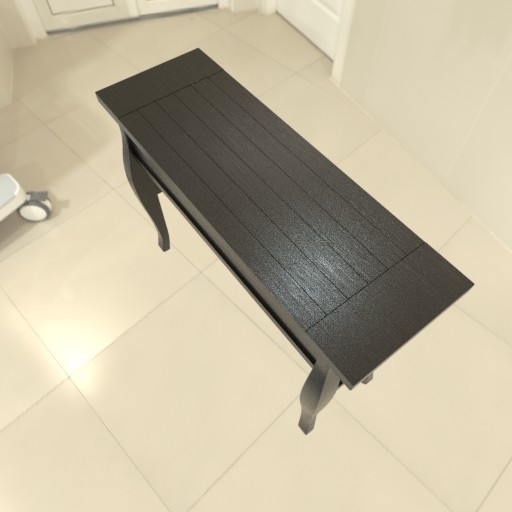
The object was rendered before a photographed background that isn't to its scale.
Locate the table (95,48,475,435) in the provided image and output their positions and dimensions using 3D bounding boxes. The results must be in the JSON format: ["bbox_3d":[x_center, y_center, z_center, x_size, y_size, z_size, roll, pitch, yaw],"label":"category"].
[{"bbox_3d":[0.000,0.000,1.430,0.373,0.768,1.062,-33,63,-19],"label":"table"}]
